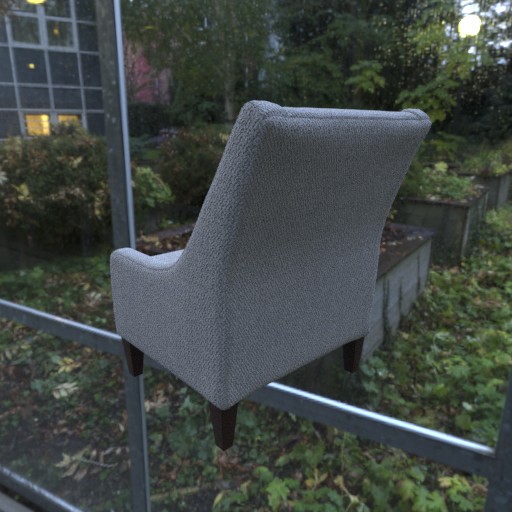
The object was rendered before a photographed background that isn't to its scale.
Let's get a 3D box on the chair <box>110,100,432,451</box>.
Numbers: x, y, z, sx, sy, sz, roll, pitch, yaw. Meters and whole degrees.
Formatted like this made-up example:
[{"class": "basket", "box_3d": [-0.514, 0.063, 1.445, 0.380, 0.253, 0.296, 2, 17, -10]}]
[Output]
[{"class": "chair", "box_3d": [0.000, 0.000, 1.613, 0.774, 1.014, 0.870, -14, 22, -40]}]
